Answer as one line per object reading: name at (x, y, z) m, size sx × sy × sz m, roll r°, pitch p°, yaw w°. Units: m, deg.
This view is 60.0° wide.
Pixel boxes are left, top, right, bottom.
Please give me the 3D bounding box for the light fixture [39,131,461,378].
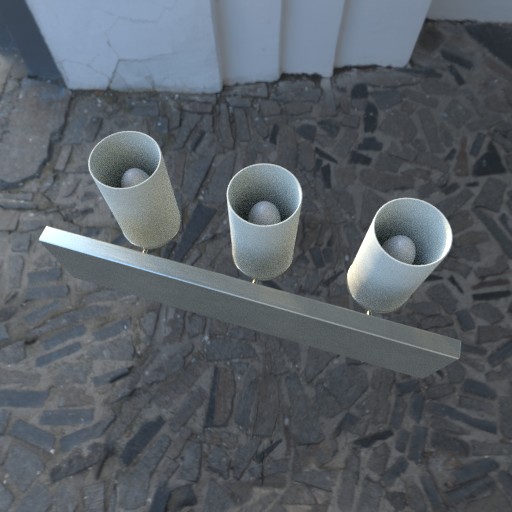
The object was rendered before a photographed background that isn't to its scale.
light fixture at (0.000, 0.000, 0.527) m, size 0.451 × 0.172 × 0.145 m, roll 15°, pitch 65°, yaw 7°
